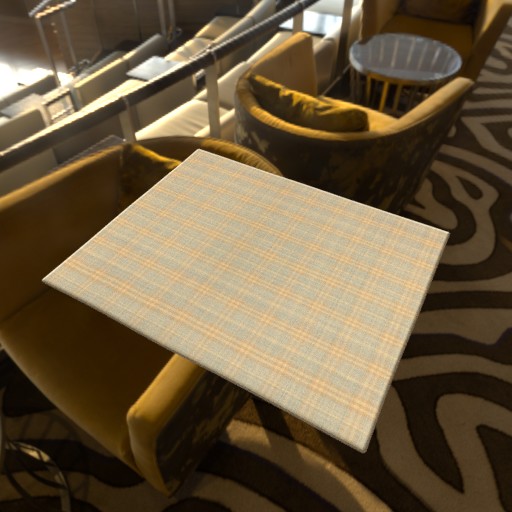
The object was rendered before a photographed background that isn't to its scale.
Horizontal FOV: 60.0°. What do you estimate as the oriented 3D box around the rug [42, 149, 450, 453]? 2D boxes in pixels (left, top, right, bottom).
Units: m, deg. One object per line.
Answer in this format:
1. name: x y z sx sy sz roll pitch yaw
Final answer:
1. rug: 0.000 0.000 4.209 3.066 0.030 2.462 22 50 20
